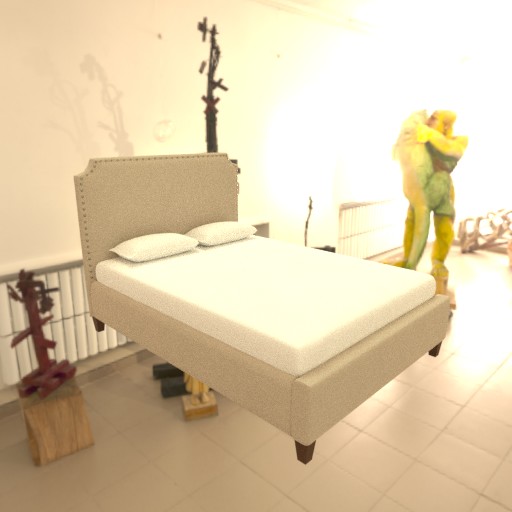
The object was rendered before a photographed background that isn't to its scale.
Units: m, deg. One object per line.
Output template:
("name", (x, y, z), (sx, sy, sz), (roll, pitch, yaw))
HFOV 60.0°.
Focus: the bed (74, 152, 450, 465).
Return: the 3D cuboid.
("bed", (0.000, 0.000, 3.402), (2.372, 1.443, 1.713), (15, 21, 42))
